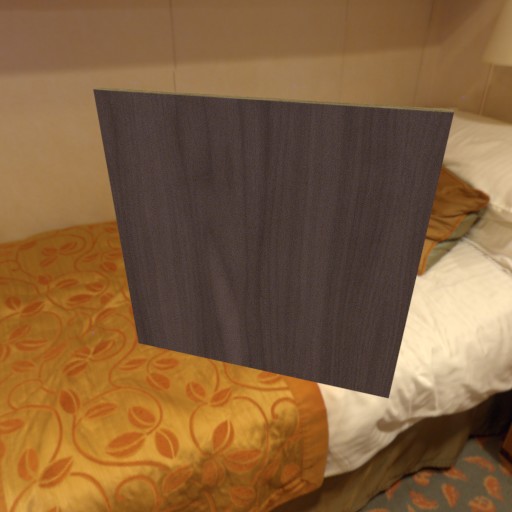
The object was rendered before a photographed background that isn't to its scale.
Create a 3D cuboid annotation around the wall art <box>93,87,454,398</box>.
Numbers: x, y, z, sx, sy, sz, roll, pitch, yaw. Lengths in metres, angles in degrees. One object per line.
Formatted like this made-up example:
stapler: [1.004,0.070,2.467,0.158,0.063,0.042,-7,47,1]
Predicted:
wall art: [0.000,0.000,0.740,0.508,0.507,0.016,9,32,14]
